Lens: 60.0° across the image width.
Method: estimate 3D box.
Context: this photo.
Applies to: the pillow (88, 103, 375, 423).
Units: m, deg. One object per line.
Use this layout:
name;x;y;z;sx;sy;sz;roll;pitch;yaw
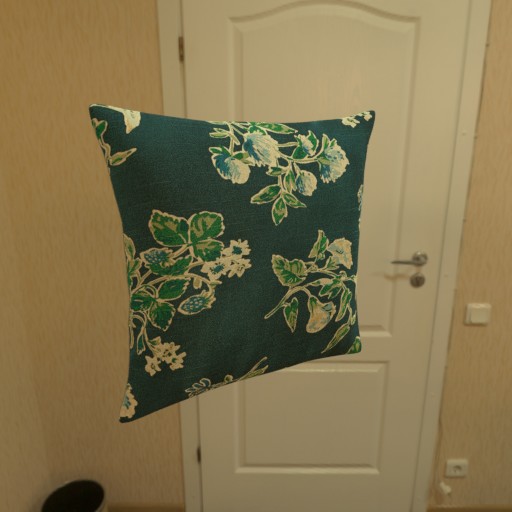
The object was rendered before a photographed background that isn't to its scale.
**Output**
pillow;0.000;0.000;0.796;0.525;0.508;0.166;-8;18;-27
